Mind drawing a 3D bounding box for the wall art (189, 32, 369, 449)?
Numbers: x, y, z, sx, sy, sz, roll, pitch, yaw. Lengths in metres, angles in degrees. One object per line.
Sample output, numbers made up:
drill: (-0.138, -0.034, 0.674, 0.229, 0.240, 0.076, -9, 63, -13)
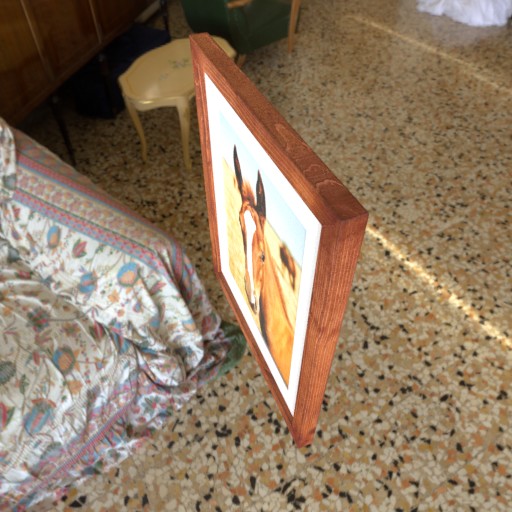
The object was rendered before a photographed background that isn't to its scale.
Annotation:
wall art: (0.000, 0.000, 0.747, 0.030, 0.558, 0.462, -17, 49, -15)
